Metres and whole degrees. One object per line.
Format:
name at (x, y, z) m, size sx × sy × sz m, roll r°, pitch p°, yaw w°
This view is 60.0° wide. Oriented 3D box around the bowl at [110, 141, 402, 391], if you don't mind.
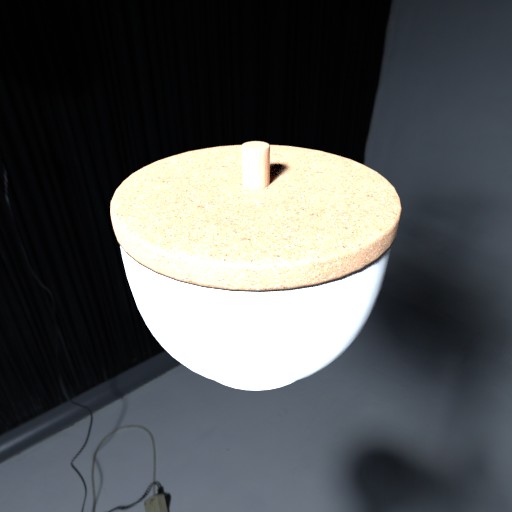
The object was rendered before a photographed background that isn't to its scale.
bowl at (0.000, 0.000, 0.217) m, size 0.126 × 0.110 × 0.126 m, roll 0°, pitch 32°, yaw 0°
